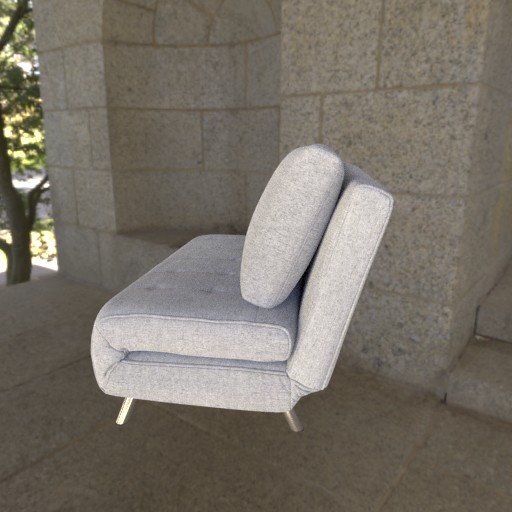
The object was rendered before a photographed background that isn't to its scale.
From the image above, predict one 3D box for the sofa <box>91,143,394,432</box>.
[{"bbox_3d":[0.000,0.000,1.858,0.910,0.910,1.220,2,15,8],"label":"sofa"}]
